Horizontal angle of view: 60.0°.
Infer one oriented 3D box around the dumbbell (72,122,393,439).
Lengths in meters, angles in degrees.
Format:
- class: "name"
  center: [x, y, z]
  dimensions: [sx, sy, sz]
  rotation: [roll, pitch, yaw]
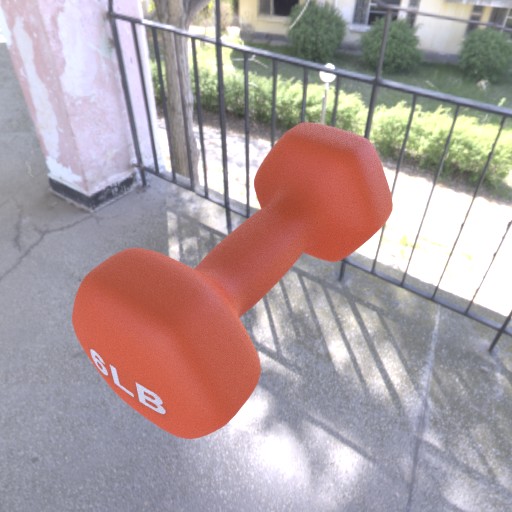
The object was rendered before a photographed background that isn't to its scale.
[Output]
- class: "dumbbell"
  center: [0.000, 0.000, 0.204]
  dimensions: [0.079, 0.071, 0.162]
  rotation: [25, 47, 26]
